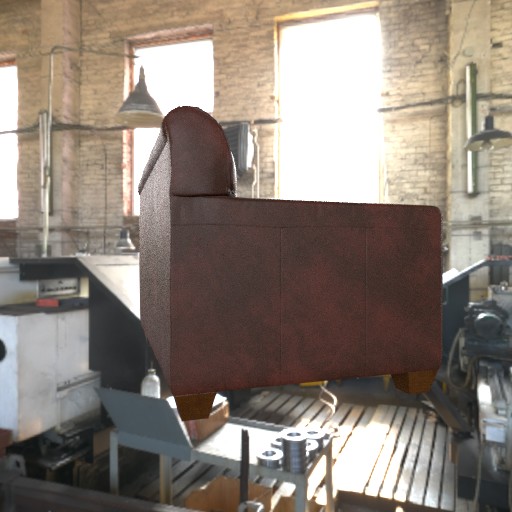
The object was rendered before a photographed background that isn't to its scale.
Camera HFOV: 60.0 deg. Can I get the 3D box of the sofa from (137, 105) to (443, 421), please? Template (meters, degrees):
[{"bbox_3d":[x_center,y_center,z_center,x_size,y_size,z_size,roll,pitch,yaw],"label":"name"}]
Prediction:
[{"bbox_3d":[0.000,0.000,2.048,1.000,0.956,1.413,0,0,-18],"label":"sofa"}]
